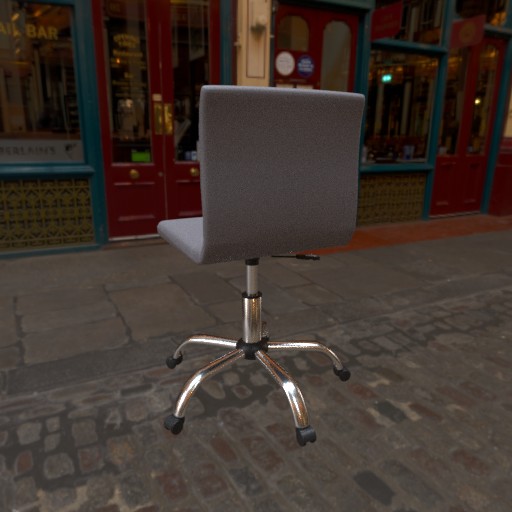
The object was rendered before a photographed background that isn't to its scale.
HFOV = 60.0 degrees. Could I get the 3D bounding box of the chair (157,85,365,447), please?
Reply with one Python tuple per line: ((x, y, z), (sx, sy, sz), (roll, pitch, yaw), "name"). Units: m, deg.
((0.000, 0.000, 1.134), (0.556, 0.780, 0.530), (-8, 17, -27), "chair")
